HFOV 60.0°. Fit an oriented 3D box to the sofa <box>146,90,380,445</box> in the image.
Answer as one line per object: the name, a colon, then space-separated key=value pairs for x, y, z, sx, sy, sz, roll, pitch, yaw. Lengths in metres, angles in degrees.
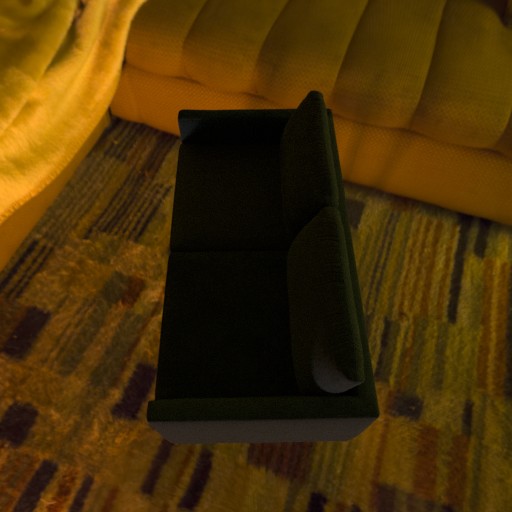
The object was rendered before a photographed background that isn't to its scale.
sofa: x=0.000 y=0.000 z=2.199 sx=0.875 sy=0.817 sz=1.676 roll=-1 pitch=59 yaw=-1
